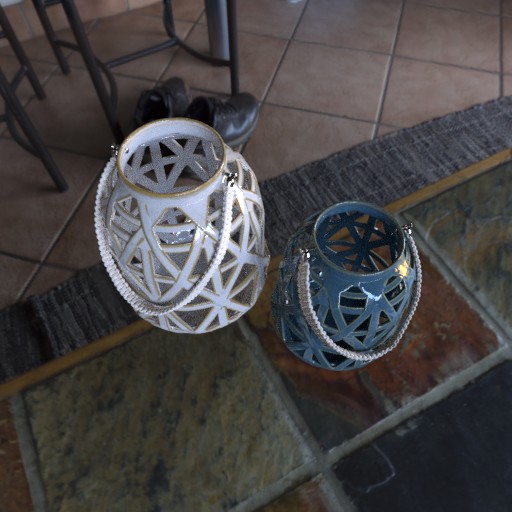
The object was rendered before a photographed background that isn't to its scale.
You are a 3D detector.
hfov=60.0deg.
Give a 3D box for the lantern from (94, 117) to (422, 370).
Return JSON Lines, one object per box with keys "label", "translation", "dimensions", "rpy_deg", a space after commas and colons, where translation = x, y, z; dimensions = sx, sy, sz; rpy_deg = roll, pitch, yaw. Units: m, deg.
{"label": "lantern", "translation": [0.000, 0.000, 0.613], "dimensions": [0.439, 0.307, 0.245], "rpy_deg": [15, 58, 10]}
